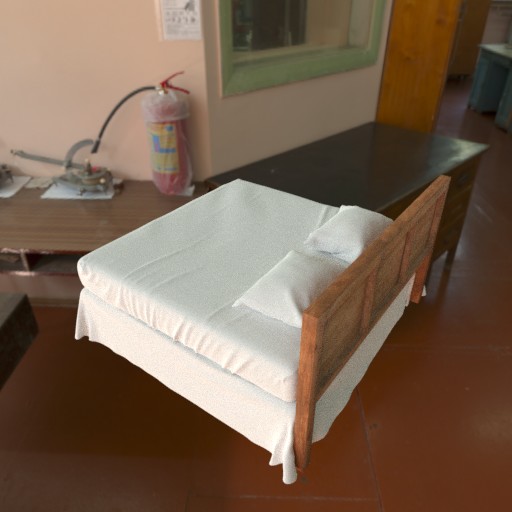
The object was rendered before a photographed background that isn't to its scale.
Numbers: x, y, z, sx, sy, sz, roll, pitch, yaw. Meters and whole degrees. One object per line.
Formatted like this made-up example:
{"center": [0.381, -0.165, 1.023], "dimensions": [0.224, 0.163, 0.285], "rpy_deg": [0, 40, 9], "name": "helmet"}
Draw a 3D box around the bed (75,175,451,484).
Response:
{"center": [0.000, 0.000, 3.450], "dimensions": [2.165, 1.158, 2.255], "rpy_deg": [21, 38, 30], "name": "bed"}
